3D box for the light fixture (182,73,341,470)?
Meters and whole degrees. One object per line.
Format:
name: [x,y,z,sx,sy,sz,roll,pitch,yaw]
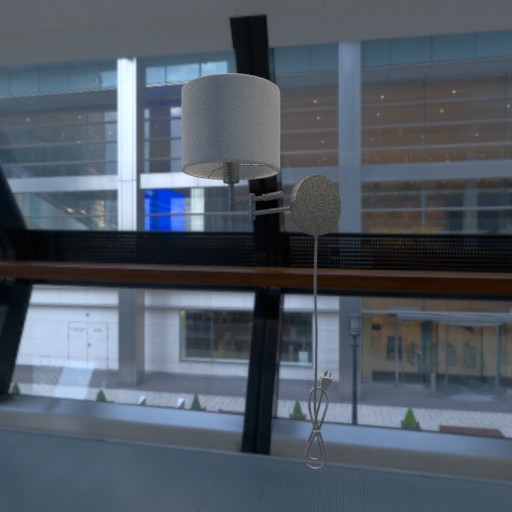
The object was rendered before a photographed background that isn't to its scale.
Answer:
light fixture: [0.000,0.000,1.053,0.253,0.842,0.479,0,0,-35]
